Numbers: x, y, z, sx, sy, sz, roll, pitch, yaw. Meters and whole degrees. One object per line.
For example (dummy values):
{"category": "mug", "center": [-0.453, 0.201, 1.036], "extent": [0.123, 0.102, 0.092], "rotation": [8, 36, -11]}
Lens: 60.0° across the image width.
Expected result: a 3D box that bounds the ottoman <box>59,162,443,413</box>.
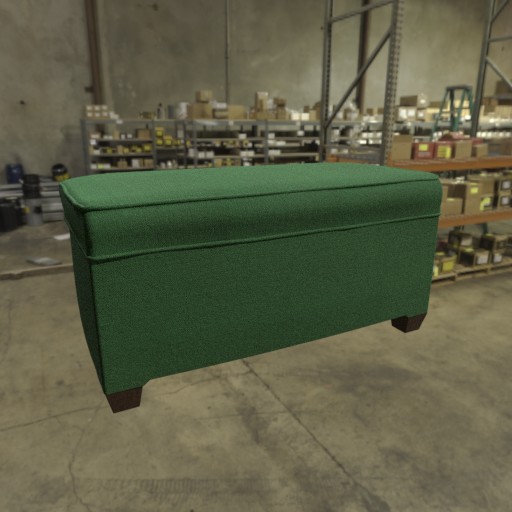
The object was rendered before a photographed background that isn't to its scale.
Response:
{"category": "ottoman", "center": [0.000, 0.000, 1.244], "extent": [0.957, 0.471, 0.483], "rotation": [-8, 19, -26]}
